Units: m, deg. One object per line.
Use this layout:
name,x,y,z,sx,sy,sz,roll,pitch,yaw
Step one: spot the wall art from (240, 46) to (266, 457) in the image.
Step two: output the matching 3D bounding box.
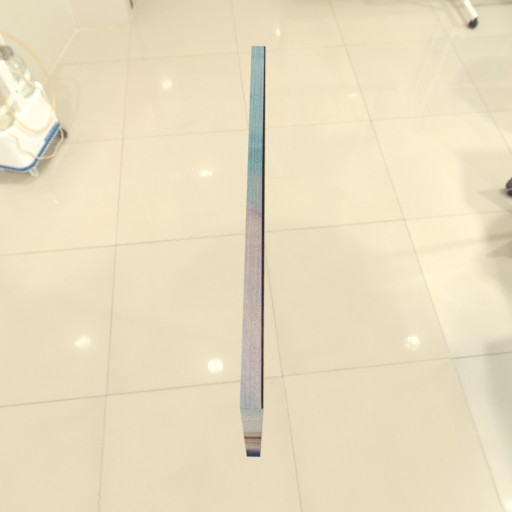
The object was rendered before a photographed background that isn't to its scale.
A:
wall art,0.000,0.000,1.178,0.037,0.605,0.911,1,59,0
